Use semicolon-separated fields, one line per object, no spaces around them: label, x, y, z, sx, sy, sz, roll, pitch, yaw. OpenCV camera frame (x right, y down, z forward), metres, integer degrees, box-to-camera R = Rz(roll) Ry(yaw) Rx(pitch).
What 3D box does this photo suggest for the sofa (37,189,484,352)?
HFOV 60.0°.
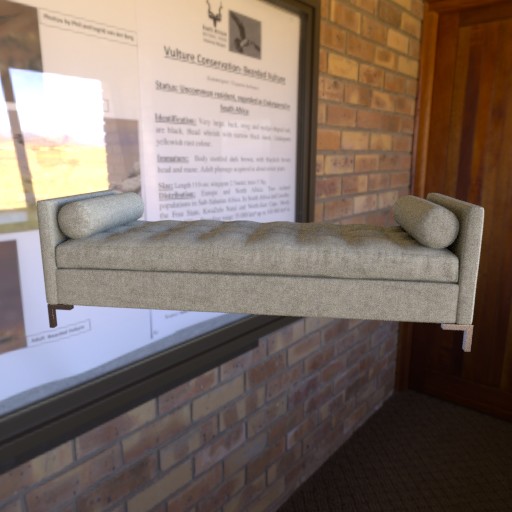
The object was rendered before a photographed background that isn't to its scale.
sofa;0.000;0.000;2.456;2.102;0.657;0.797;2;13;8
